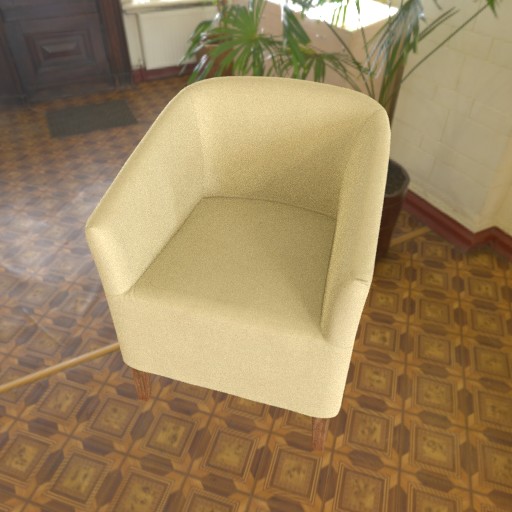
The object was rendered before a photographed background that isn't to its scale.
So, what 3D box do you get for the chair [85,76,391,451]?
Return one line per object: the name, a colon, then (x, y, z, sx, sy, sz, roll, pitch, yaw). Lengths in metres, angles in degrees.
chair: (0.000, 0.000, 1.303, 0.643, 0.822, 0.657, 11, 42, 13)
